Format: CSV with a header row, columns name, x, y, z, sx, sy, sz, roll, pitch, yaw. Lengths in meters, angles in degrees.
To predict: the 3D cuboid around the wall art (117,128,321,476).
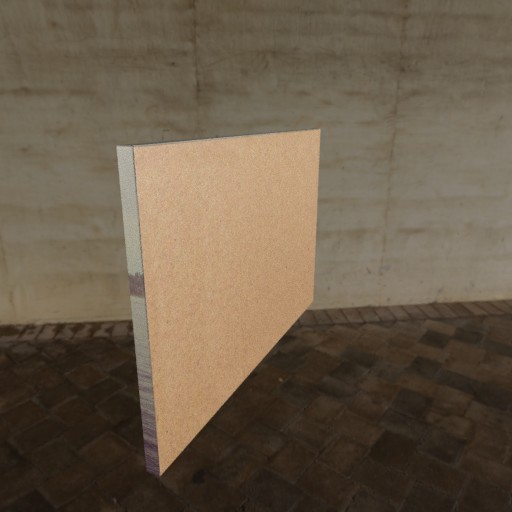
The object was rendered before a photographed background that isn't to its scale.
name,x,y,z,sx,sy,sz,roll,pitch,yaw
wall art,0.000,0.000,0.770,0.021,0.410,0.615,8,19,24
